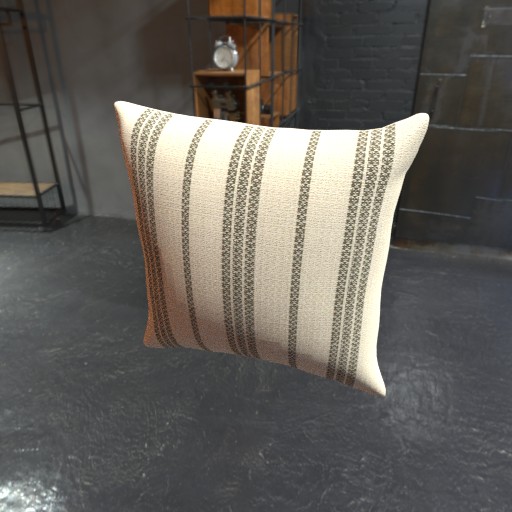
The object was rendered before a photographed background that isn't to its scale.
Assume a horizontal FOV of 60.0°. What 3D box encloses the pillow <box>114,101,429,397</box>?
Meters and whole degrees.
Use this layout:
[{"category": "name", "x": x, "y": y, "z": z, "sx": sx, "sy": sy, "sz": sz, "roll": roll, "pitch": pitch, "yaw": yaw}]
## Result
[{"category": "pillow", "x": 0.000, "y": 0.000, "z": 0.630, "sx": 0.405, "sy": 0.406, "sz": 0.173, "roll": 8, "pitch": 27, "yaw": 16}]
